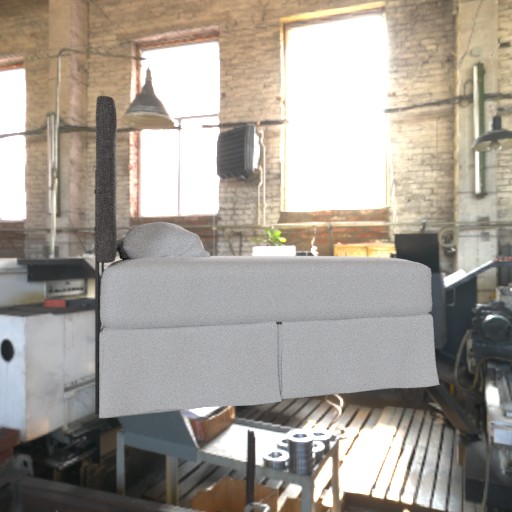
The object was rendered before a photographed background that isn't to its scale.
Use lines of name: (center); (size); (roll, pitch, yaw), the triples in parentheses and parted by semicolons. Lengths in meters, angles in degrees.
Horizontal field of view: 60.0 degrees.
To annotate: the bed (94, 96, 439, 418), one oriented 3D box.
bed: (0.000, 0.000, 2.974); (1.997, 1.571, 1.261); (0, 0, -17)
